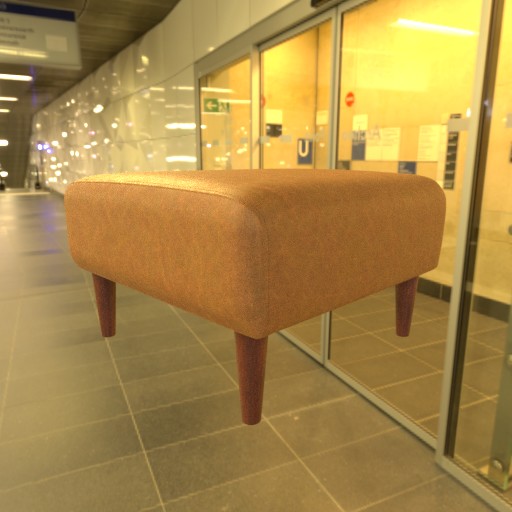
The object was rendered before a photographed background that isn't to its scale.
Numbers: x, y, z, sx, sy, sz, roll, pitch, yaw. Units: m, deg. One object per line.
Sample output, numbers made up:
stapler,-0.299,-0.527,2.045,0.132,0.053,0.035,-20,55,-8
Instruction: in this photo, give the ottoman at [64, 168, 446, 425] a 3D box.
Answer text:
ottoman,0.000,0.000,1.050,0.650,0.399,0.650,-12,17,-43
